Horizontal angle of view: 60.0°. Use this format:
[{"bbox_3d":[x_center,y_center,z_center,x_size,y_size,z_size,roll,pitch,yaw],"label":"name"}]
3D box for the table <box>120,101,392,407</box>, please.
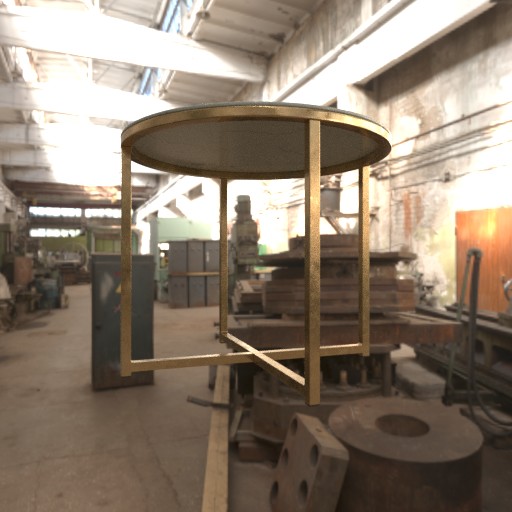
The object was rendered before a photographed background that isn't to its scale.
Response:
[{"bbox_3d":[0.000,0.000,0.852,0.500,0.420,0.500,0,0,0],"label":"table"}]
